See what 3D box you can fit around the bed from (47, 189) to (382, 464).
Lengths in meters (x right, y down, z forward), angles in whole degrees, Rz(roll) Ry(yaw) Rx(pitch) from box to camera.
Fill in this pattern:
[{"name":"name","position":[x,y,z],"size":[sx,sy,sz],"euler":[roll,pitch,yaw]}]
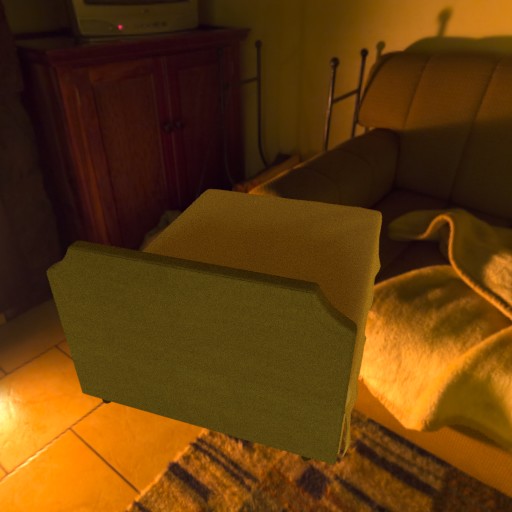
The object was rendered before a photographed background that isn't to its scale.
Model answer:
[{"name":"bed","position":[0.000,0.000,3.605],"size":[1.977,1.306,2.464],"euler":[10,33,15]}]
